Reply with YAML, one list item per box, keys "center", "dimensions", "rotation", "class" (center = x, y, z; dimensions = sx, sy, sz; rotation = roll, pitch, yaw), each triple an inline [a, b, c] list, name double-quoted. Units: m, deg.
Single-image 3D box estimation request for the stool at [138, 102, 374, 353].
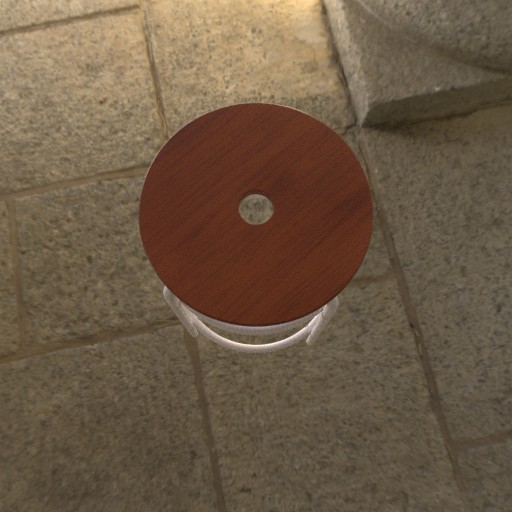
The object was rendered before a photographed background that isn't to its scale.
- center: [0.000, 0.000, 0.926]
  dimensions: [0.455, 0.610, 0.455]
  rotation: [-41, 80, -9]
  class: "stool"
